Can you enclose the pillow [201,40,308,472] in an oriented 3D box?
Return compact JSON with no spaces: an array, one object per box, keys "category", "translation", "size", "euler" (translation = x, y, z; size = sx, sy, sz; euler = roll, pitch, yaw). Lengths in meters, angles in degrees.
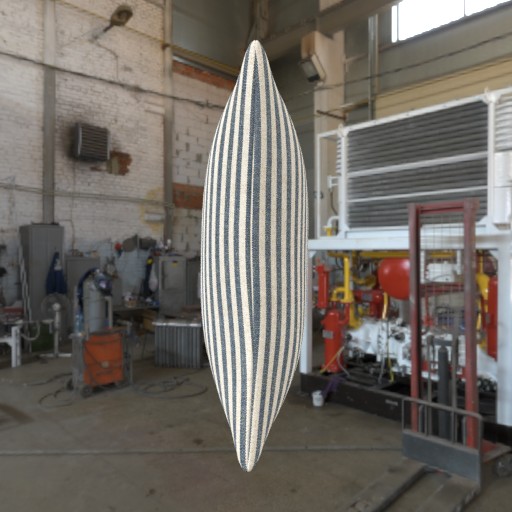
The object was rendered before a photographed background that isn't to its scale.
[{"category":"pillow","translation":[0.000,0.000,0.780],"size":[0.166,0.510,0.523],"euler":[0,0,1]}]
